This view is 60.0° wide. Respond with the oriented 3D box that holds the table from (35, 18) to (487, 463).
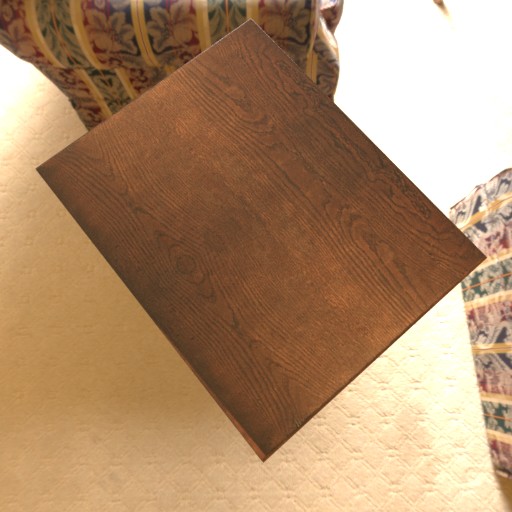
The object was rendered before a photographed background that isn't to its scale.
[{"bbox_3d":[0.000,0.000,0.998,0.461,0.597,0.586,-39,79,-9],"label":"table"}]
